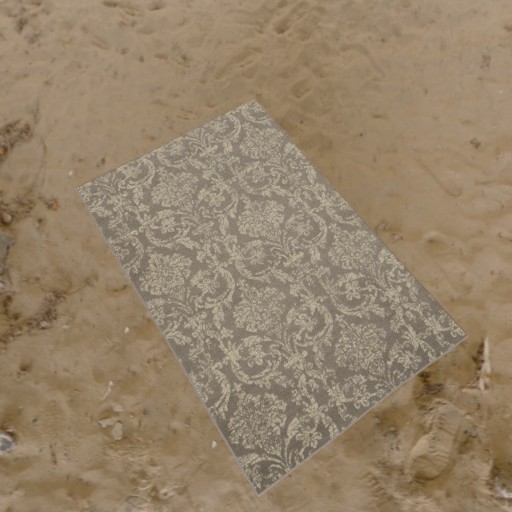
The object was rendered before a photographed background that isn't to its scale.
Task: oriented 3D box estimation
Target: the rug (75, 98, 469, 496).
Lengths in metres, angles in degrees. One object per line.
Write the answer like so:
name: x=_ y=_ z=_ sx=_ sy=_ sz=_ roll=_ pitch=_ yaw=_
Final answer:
rug: x=0.000 y=0.000 z=3.437 sx=1.819 sy=0.018 sz=2.746 roll=-31 pitch=68 yaw=-14
